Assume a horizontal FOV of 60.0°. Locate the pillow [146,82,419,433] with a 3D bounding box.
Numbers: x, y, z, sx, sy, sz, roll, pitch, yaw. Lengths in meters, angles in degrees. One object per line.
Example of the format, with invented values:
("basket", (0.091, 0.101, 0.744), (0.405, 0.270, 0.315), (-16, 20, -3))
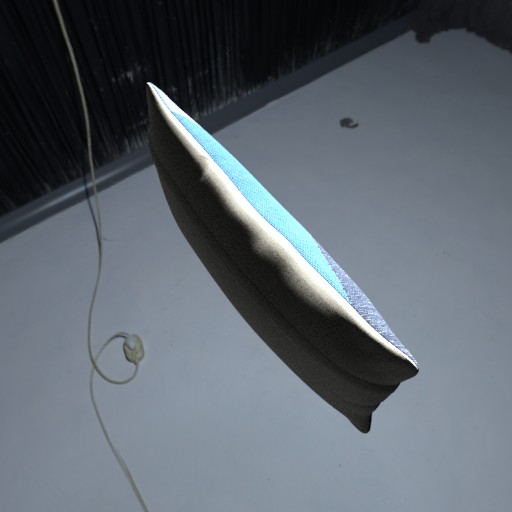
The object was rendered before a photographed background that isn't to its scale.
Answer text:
("pillow", (0.000, 0.000, 0.718), (0.148, 0.307, 0.604), (-32, 63, -19))
